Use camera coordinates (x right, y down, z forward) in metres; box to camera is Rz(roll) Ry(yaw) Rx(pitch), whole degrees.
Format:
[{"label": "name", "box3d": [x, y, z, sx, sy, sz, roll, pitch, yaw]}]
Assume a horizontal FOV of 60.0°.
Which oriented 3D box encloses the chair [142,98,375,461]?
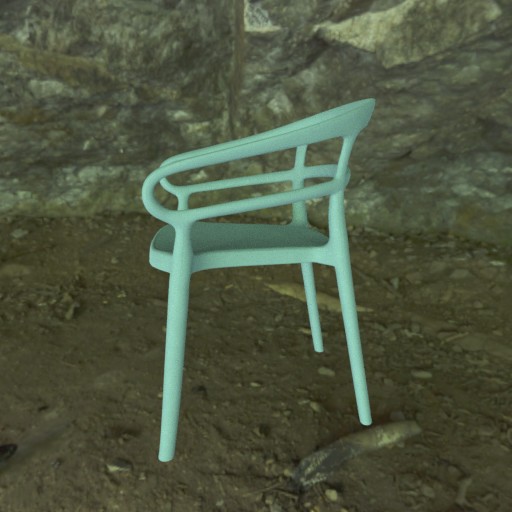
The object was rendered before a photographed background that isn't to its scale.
[{"label": "chair", "box3d": [0.000, 0.000, 1.134, 0.527, 0.761, 0.559, -2, 14, -9]}]
